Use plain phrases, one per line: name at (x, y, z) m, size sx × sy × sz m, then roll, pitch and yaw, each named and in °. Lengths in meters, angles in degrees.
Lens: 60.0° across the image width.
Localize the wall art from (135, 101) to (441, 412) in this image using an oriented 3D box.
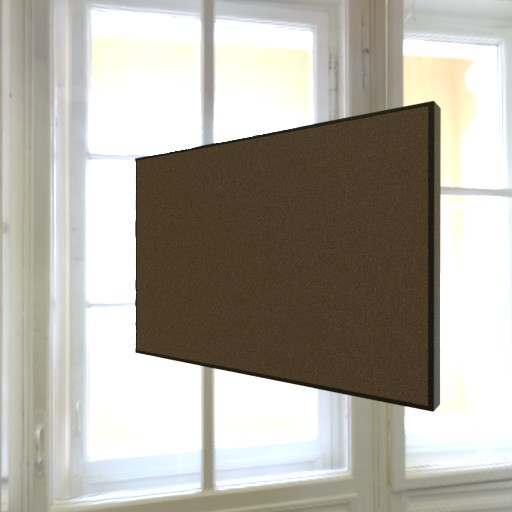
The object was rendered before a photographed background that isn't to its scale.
wall art at (0.000, 0.000, 1.206) m, size 0.939 × 0.640 × 0.058 m, roll 0°, pitch 0°, yaw 36°
